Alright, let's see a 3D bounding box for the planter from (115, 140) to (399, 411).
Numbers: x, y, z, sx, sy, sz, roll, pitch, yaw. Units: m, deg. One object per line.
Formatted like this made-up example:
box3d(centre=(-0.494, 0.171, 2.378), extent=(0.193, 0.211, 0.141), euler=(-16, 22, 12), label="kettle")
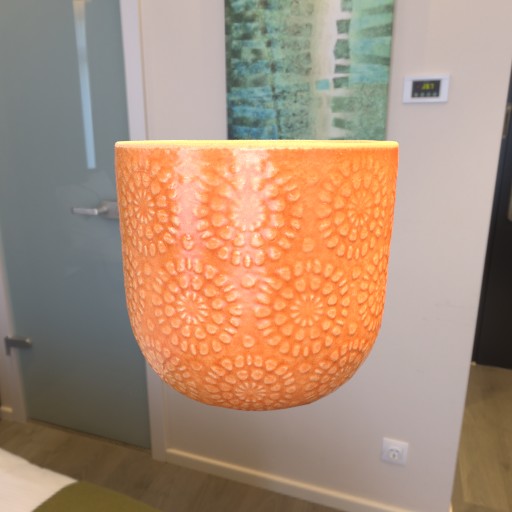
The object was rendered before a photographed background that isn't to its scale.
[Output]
box3d(centre=(0.000, 0.000, 0.288), extent=(0.170, 0.152, 0.170), euler=(0, 15, 0), label="planter")
